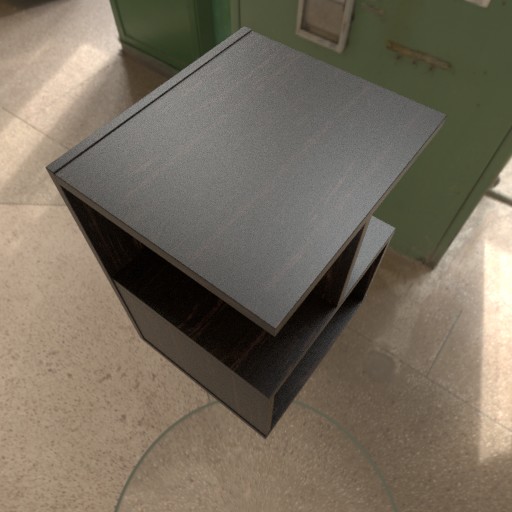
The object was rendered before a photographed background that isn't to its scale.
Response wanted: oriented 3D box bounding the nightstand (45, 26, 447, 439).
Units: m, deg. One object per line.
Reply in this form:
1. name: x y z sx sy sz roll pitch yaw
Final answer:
1. nightstand: 0.000 0.000 0.813 0.356 0.559 0.400 33 63 19
